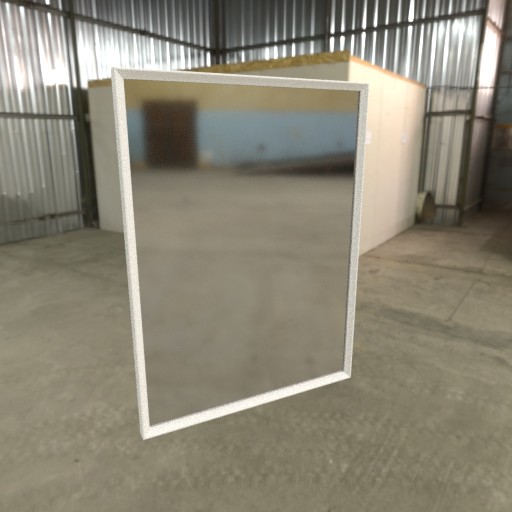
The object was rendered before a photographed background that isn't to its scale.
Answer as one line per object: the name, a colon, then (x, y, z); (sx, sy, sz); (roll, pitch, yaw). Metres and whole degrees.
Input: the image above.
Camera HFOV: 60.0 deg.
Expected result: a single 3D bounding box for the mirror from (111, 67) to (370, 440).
mirror: (0.000, 0.000, 1.346); (0.762, 1.016, 0.041); (-8, 17, -26)
